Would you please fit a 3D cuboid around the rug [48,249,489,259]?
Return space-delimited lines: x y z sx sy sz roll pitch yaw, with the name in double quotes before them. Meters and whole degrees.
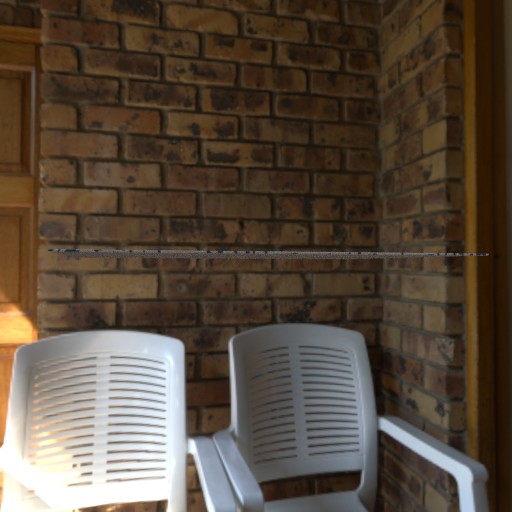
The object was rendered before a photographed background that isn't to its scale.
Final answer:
"rug" 0.000 0.000 2.308 1.828 0.007 1.220 0 -1 -18
